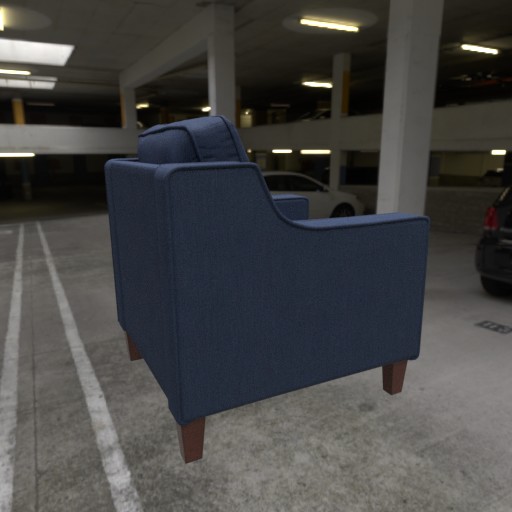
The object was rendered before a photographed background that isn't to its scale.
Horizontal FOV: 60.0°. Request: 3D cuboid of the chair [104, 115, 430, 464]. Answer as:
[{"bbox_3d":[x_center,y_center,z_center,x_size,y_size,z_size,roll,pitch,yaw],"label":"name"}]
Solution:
[{"bbox_3d":[0.000,0.000,1.655,0.909,0.960,0.831,-7,15,-27],"label":"chair"}]
